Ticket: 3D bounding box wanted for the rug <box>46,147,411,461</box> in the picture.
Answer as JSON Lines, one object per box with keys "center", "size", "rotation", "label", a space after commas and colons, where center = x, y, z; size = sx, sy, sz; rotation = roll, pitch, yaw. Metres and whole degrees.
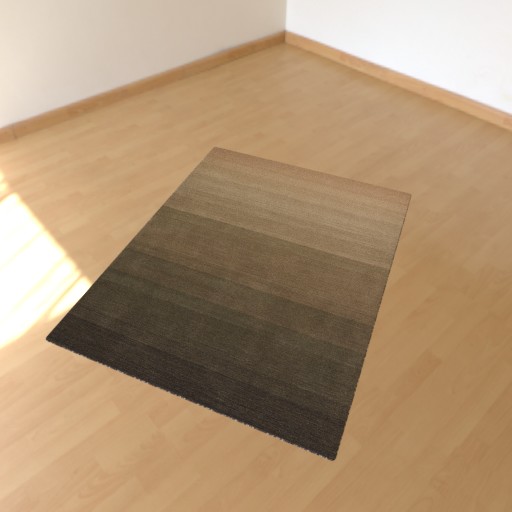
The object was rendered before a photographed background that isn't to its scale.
{"center": [0.000, 0.000, 4.005], "size": [2.306, 0.017, 2.902], "rotation": [17, 49, 16], "label": "rug"}
